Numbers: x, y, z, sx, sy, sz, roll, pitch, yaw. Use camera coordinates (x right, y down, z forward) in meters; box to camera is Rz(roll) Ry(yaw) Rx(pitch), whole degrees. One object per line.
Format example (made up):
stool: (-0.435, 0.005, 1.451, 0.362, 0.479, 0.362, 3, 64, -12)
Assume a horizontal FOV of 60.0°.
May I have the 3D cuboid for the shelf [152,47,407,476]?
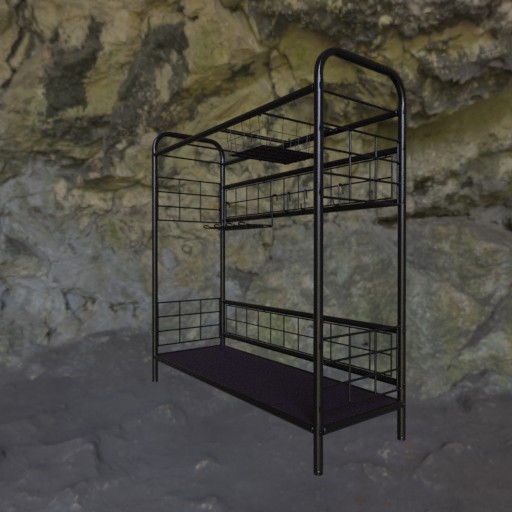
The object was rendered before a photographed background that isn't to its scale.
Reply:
shelf: (0.000, 0.000, 1.522, 0.350, 1.026, 0.961, 0, 1, -37)
